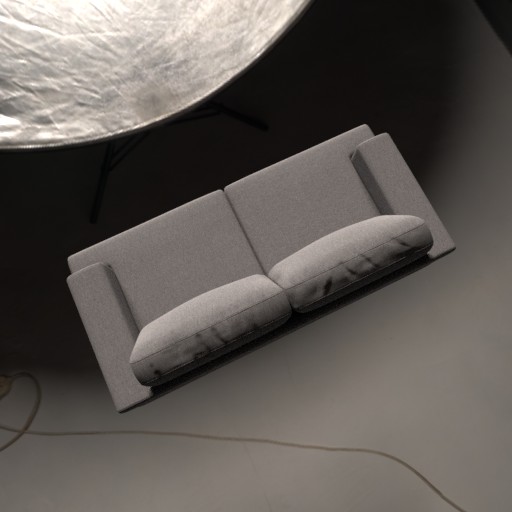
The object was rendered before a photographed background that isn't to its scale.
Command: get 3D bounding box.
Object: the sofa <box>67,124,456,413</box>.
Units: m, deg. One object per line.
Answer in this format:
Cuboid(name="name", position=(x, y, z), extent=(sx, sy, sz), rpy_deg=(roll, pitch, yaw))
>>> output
Cuboid(name="sofa", position=(0.000, 0.000, 2.102), extent=(1.650, 0.810, 0.785), rpy_deg=(-25, 78, -6))
